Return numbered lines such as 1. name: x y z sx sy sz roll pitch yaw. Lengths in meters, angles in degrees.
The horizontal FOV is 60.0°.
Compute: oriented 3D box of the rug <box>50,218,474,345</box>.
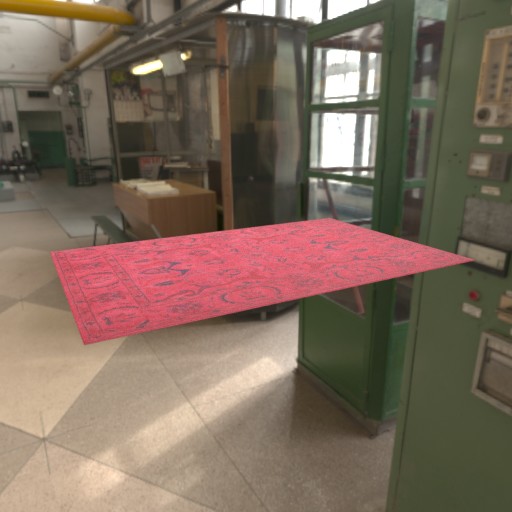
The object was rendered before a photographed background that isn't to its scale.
1. rug: 0.000 0.000 2.991 2.423 0.010 1.534 -9 19 -27
